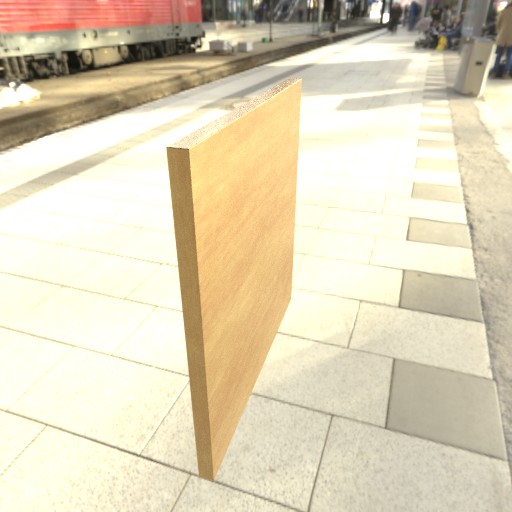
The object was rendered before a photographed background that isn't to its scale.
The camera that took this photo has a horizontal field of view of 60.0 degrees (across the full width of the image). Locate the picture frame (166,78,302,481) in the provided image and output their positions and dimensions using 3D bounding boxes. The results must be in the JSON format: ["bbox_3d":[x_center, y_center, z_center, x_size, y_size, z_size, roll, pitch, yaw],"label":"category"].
[{"bbox_3d":[0.000,0.000,1.140,0.037,0.761,0.758,9,30,15],"label":"picture frame"}]
